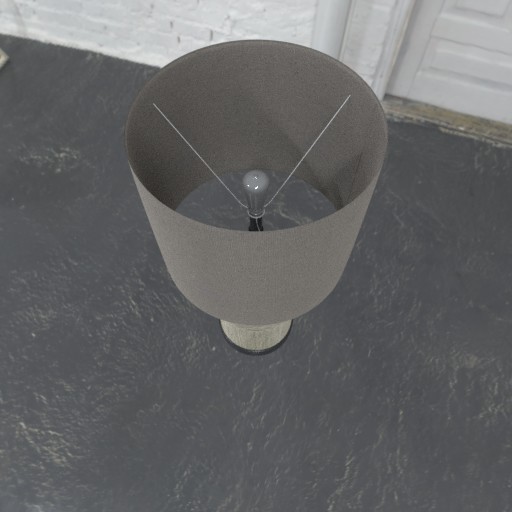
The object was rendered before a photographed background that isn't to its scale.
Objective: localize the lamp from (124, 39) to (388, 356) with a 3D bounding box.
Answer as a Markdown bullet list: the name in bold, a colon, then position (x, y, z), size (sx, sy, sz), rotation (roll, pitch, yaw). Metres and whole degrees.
- **lamp**: position (0.000, 0.000, 0.587), size (0.229, 0.470, 0.229), rotation (-3, 60, -2)
